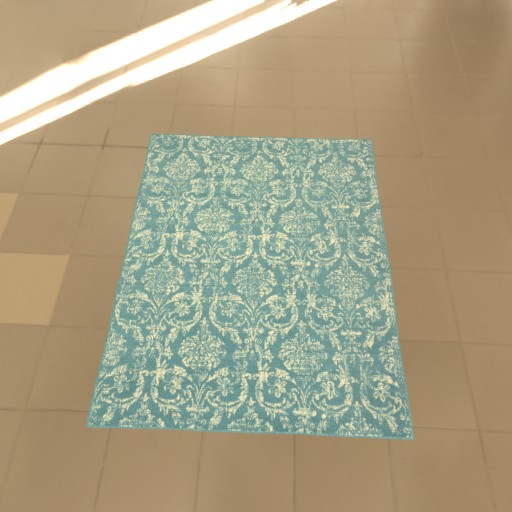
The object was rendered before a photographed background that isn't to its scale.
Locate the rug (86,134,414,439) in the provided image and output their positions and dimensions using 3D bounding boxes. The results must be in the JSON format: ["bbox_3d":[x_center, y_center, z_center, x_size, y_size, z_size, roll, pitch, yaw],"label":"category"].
[{"bbox_3d":[0.000,0.000,3.955,2.363,0.012,2.980,2,59,1],"label":"rug"}]
